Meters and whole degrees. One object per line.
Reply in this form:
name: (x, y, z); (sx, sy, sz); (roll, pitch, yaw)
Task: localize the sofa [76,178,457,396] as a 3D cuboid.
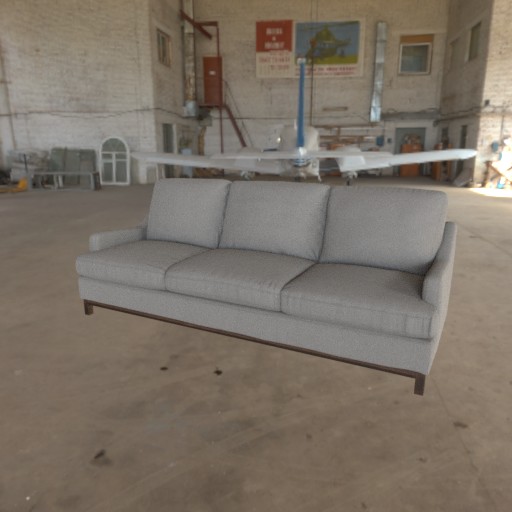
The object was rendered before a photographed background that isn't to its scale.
sofa: (0.000, 0.000, 2.918); (2.344, 0.926, 0.987); (7, 16, 27)
